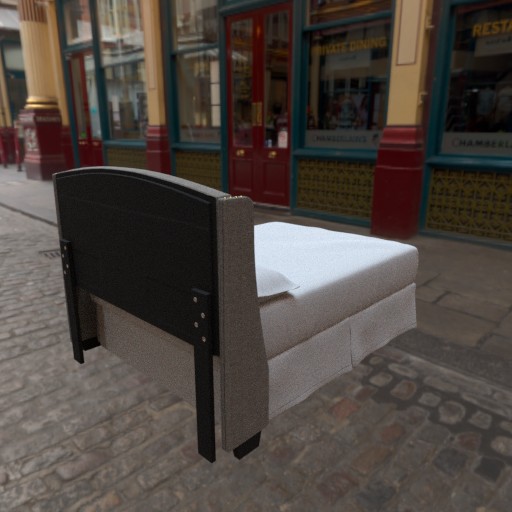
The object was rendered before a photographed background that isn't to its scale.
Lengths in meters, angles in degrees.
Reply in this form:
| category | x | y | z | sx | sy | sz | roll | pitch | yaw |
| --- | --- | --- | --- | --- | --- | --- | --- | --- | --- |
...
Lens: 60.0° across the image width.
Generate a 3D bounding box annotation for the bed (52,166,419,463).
| category | x | y | z | sx | sy | sz | roll | pitch | yaw |
| --- | --- | --- | --- | --- | --- | --- | --- | --- | --- |
| bed | 0.000 | 0.000 | 3.310 | 1.710 | 1.407 | 2.237 | 14 | 21 | 42 |
